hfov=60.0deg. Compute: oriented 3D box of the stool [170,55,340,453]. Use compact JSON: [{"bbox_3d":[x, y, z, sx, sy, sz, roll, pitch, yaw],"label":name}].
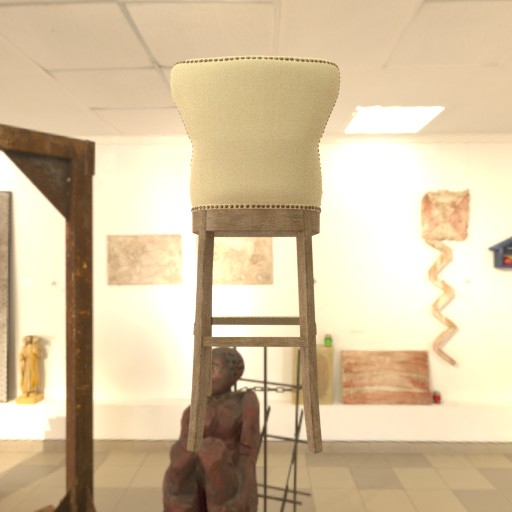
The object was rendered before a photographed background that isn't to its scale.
[{"bbox_3d":[0.000,0.000,1.489,0.494,1.123,0.606,0,0,1],"label":"stool"}]
